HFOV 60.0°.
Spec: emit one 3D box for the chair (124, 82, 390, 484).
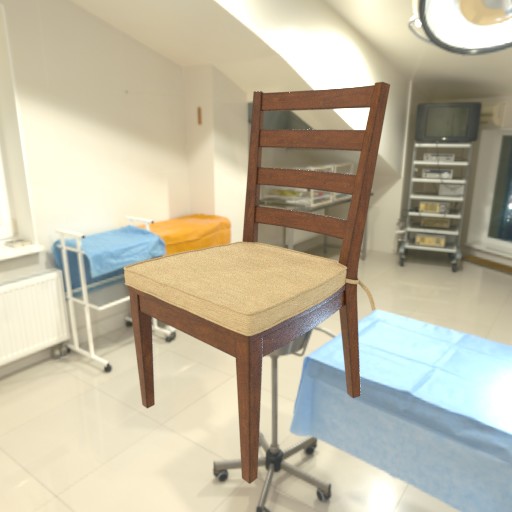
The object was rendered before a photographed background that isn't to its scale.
[{"bbox_3d":[0.000,0.000,1.328,0.593,0.979,0.595,15,22,41],"label":"chair"}]
